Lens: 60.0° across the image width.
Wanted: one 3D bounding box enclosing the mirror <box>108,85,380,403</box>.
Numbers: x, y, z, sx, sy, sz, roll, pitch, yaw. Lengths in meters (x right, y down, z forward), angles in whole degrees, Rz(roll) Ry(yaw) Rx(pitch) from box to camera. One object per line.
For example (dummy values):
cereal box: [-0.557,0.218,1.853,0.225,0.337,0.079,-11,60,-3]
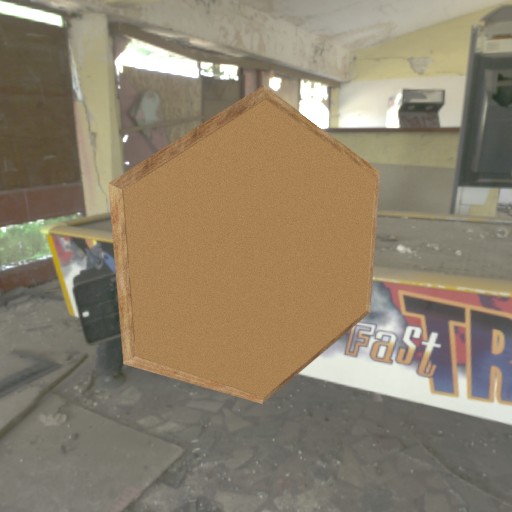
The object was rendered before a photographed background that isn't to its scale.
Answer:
mirror: [0.000,0.000,1.088,0.675,0.779,0.091,-7,17,-25]
